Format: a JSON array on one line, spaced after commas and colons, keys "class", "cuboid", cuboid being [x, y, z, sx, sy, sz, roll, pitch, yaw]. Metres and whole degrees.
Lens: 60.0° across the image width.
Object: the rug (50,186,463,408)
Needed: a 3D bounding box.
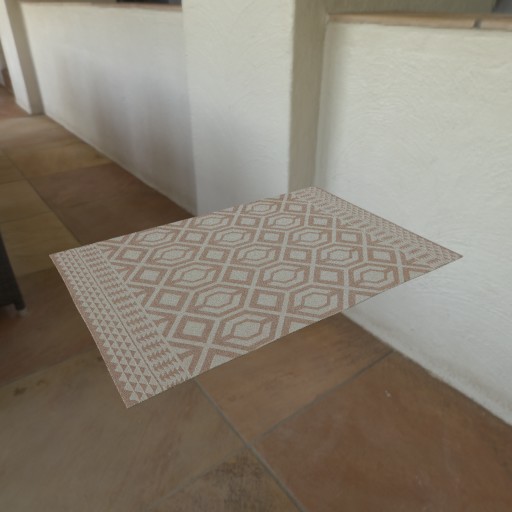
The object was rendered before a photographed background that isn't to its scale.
[{"class": "rug", "cuboid": [0.000, 0.000, 2.352, 1.829, 0.008, 1.219, -18, 35, -28]}]
